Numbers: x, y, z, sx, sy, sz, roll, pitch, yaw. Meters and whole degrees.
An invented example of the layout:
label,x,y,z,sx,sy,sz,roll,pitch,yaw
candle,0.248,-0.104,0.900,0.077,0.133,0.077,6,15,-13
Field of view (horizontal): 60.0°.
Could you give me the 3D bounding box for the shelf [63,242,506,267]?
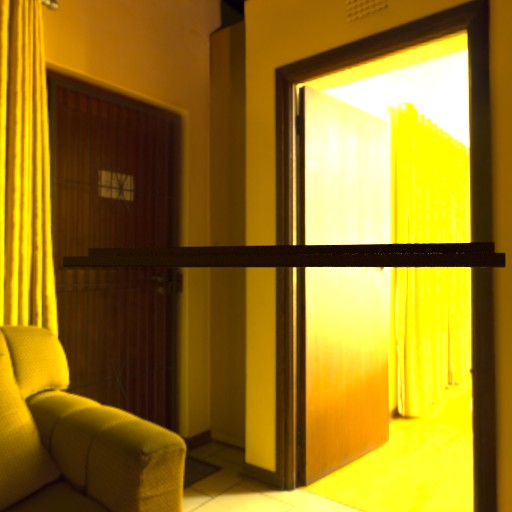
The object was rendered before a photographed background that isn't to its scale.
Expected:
label,x,y,z,sx,sy,sz,roll,pitch,yaw
shelf,0.000,0.000,0.942,0.924,0.049,0.092,0,-1,18
